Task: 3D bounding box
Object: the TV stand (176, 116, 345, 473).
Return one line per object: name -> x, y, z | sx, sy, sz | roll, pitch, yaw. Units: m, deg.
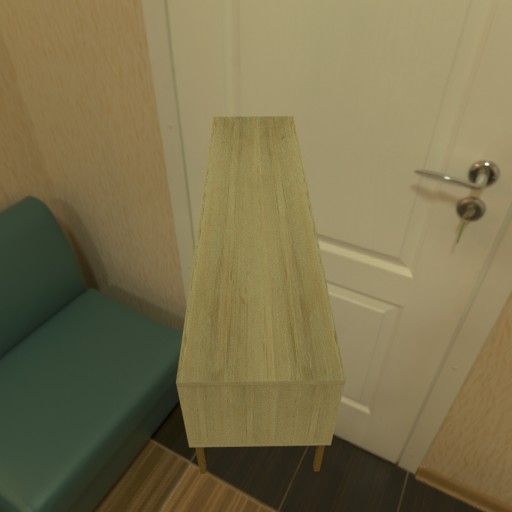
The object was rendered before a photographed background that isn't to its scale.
TV stand -> 0.000, 0.000, 1.885 | 0.420, 0.550, 1.600 | -1, 40, -1
